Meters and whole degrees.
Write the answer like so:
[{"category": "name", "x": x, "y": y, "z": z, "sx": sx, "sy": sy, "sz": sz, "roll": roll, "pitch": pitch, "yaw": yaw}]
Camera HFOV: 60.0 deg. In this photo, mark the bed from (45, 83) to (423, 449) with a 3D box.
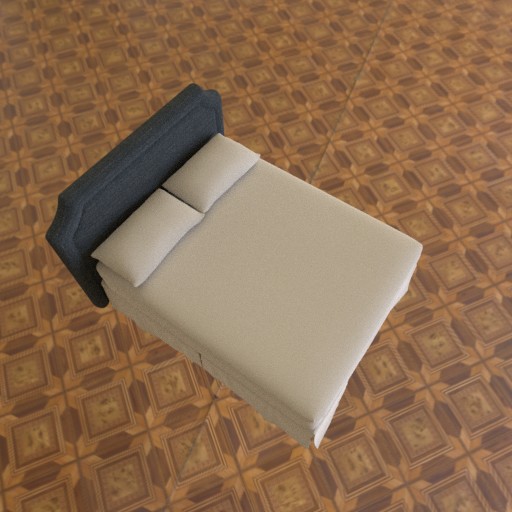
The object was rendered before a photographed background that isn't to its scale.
[{"category": "bed", "x": 0.000, "y": 0.000, "z": 3.368, "sx": 2.208, "sy": 1.297, "sz": 1.828, "roll": 31, "pitch": 64, "yaw": 17}]
